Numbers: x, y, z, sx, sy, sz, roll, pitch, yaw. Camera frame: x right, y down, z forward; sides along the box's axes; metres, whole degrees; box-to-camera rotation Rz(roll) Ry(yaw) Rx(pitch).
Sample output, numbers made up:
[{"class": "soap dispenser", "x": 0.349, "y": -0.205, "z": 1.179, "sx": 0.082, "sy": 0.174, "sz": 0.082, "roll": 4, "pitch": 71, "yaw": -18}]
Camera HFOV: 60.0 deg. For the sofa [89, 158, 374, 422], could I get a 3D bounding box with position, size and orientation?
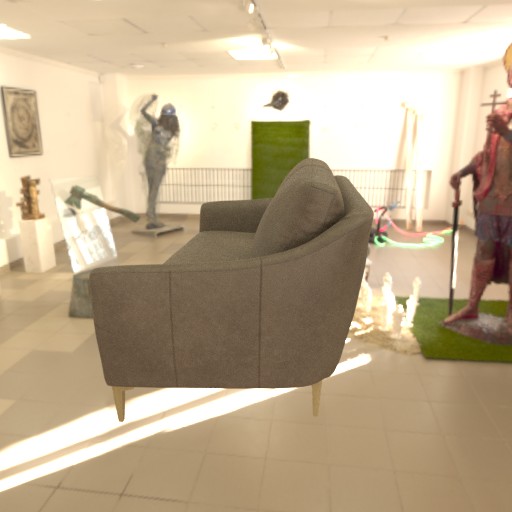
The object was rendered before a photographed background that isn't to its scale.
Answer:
[{"class": "sofa", "x": 0.000, "y": 0.000, "z": 2.215, "sx": 0.960, "sy": 0.902, "sz": 1.619, "roll": 2, "pitch": 16, "yaw": 7}]
